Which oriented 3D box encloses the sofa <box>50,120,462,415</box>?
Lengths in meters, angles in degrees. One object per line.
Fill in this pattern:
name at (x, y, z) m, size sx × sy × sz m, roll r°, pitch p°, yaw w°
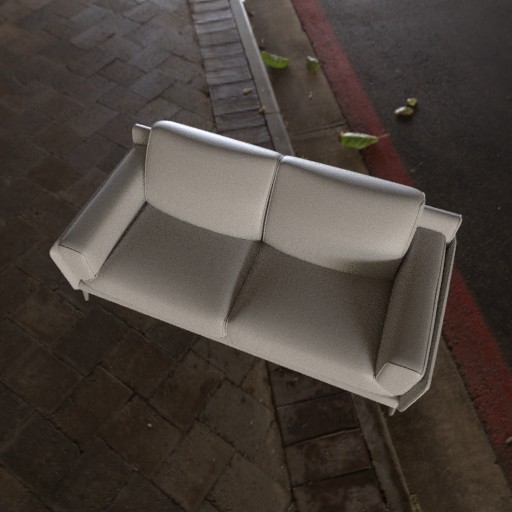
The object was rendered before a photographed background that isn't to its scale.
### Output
sofa at (0.000, 0.000, 2.562) m, size 2.101 × 0.930 × 1.049 m, roll 18°, pitch 59°, yaw 11°
